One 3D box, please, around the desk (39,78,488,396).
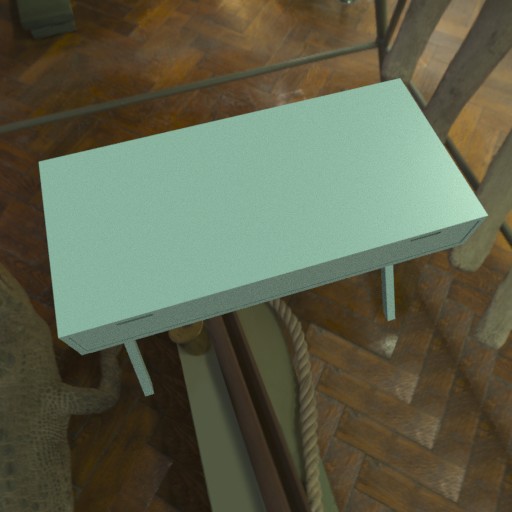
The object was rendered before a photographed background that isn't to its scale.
[{"bbox_3d":[0.000,0.000,1.491,1.059,0.780,0.509,-15,64,-8],"label":"desk"}]
